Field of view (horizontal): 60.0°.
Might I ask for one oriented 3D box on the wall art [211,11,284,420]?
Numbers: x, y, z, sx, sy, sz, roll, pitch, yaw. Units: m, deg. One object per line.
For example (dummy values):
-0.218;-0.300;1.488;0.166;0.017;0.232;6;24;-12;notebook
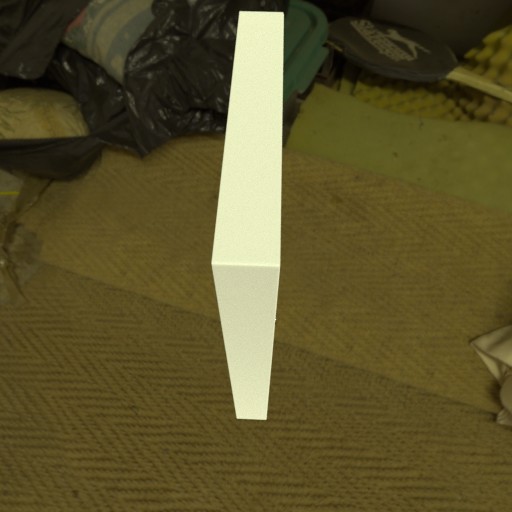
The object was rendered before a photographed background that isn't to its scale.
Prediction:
0.000;0.000;0.472;0.039;0.381;0.252;2;58;1;wall art
